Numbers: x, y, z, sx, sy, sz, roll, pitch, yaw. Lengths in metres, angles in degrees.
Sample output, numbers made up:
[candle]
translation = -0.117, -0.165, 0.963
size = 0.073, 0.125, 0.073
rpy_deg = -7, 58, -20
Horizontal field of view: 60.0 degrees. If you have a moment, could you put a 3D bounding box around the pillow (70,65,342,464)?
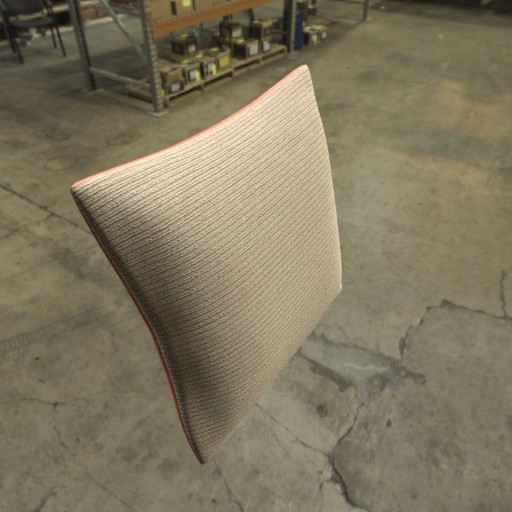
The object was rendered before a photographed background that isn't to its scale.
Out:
[pillow]
translation = 0.000, 0.000, 0.631
size = 0.177, 0.401, 0.424
rpy_deg = 24, 46, 26
